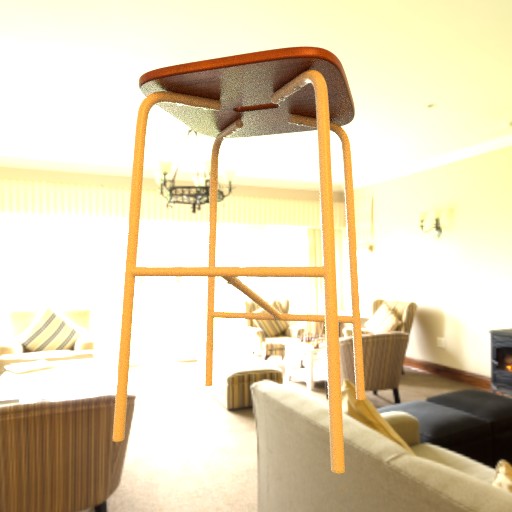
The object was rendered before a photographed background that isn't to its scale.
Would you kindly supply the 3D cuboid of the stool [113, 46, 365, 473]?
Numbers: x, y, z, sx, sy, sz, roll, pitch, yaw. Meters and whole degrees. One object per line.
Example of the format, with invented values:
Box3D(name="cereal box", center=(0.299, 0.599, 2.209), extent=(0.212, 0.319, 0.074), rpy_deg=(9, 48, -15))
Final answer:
Box3D(name="stool", center=(0.000, 0.000, 0.850), extent=(0.376, 0.610, 0.376), rpy_deg=(-1, -2, 18))
